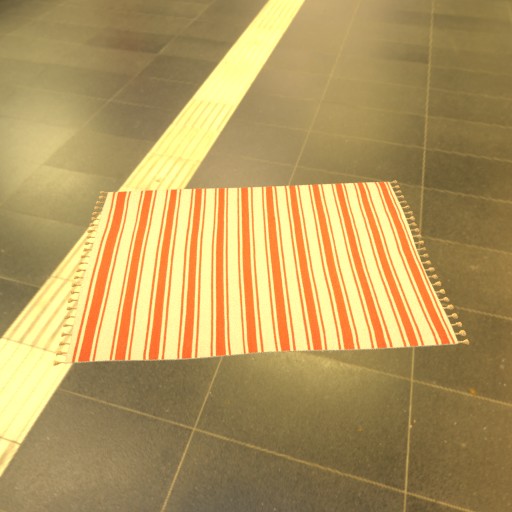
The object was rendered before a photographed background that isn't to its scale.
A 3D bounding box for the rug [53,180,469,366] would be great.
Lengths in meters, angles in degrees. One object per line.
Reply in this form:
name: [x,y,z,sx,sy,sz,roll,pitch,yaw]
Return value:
rug: [0.000,0.000,3.071,2.433,0.022,1.556,-2,47,-2]
